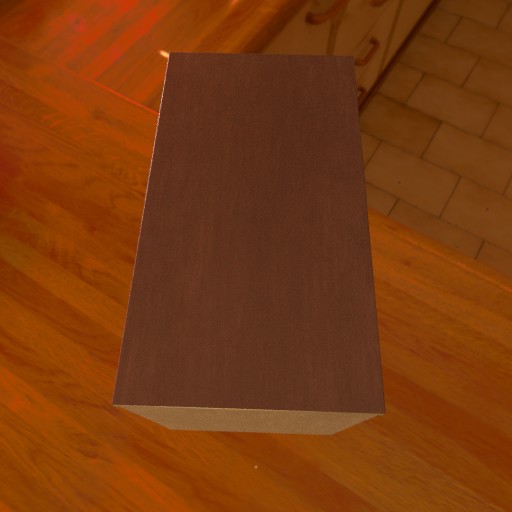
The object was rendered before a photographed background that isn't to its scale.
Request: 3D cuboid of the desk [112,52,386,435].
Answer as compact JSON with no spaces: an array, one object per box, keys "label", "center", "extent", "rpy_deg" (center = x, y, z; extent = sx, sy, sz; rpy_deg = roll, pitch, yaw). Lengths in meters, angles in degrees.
[{"label":"desk","center":[0.000,0.000,1.543],"extent":[0.600,0.750,1.100],"rpy_deg":[2,65,1]}]
